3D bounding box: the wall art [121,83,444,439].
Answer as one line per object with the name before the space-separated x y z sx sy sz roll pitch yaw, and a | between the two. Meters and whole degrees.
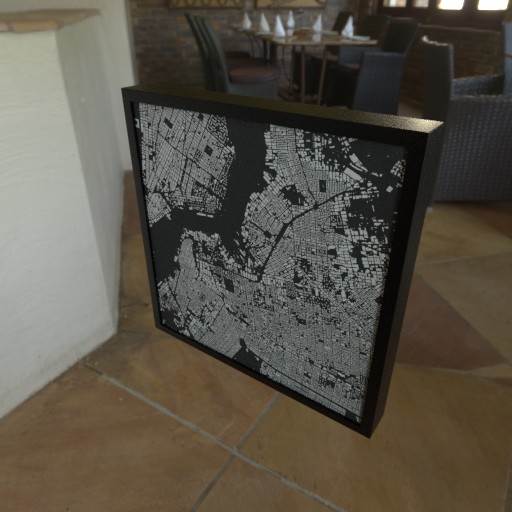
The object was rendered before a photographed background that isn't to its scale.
wall art | 0.000 0.000 0.448 0.299 0.299 0.037 19 35 30
